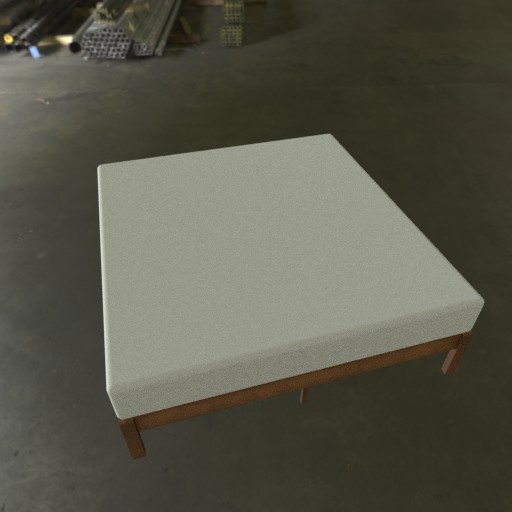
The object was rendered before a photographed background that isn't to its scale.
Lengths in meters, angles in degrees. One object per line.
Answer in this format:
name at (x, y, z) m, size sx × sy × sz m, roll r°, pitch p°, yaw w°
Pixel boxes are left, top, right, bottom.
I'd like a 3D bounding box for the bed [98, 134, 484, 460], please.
bed at (0.000, 0.000, 3.034) m, size 1.930 × 0.616 × 2.049 m, roll -11°, pitch 42°, yaw -12°
